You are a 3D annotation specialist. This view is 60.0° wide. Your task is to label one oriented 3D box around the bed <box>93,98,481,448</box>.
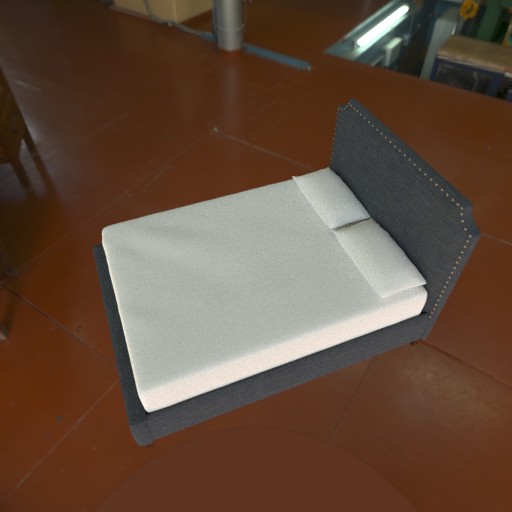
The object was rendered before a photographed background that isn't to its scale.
[{"bbox_3d":[0.000,0.000,3.391,2.372,1.443,1.713,-16,49,-15],"label":"bed"}]
